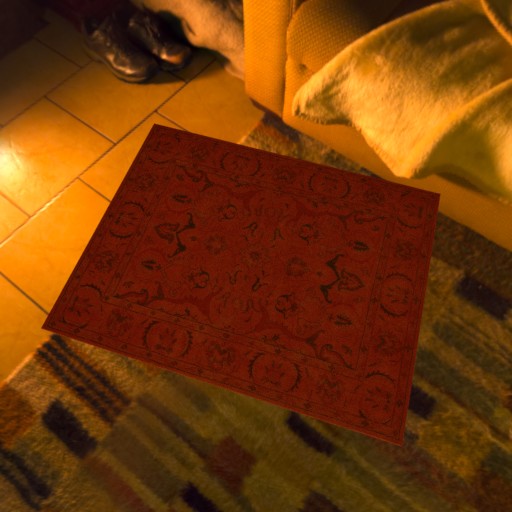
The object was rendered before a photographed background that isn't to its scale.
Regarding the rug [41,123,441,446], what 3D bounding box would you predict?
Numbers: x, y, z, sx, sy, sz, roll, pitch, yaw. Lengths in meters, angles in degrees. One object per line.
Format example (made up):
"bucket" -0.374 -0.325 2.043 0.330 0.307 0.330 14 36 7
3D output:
"rug" 0.000 0.000 3.883 2.929 0.012 2.300 16 64 8
